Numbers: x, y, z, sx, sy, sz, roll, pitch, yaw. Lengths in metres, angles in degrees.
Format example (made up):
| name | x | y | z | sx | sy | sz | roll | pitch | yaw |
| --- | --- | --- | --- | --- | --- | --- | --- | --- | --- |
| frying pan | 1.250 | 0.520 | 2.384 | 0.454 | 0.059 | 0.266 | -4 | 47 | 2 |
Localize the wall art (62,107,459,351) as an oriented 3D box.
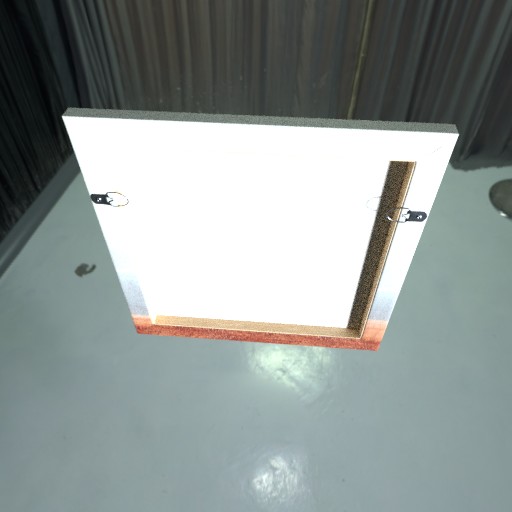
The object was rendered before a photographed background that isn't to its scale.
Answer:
| name | x | y | z | sx | sy | sz | roll | pitch | yaw |
| --- | --- | --- | --- | --- | --- | --- | --- | --- | --- |
| wall art | 0.000 | 0.000 | 1.131 | 0.760 | 0.760 | 0.042 | 3 | 47 | 3 |
